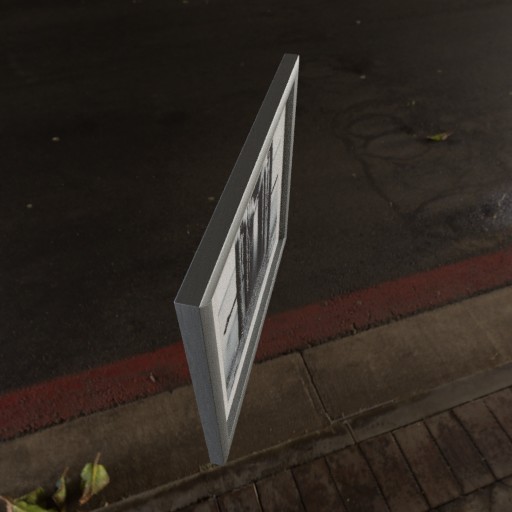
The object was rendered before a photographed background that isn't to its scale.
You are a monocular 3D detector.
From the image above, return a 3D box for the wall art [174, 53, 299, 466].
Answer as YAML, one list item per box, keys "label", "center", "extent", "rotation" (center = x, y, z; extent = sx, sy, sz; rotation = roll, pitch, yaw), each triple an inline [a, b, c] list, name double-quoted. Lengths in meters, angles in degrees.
- label: "wall art"
  center: [0.000, 0.000, 0.763]
  extent: [0.028, 0.457, 0.556]
  rotation: [10, 48, 9]
